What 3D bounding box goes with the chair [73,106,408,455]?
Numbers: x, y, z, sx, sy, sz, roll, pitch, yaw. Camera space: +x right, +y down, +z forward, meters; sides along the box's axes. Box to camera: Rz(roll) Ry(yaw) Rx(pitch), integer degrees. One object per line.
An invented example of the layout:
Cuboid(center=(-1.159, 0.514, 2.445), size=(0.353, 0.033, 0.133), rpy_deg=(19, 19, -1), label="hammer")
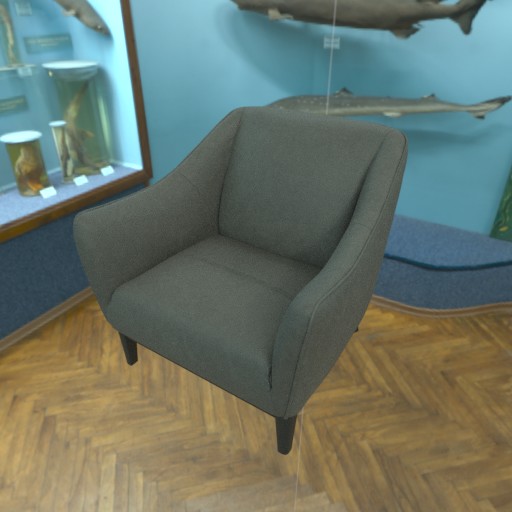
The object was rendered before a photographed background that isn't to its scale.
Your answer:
Cuboid(center=(0.000, 0.000, 1.566), size=(0.871, 0.830, 0.852), rpy_deg=(19, 36, 29), label="chair")
